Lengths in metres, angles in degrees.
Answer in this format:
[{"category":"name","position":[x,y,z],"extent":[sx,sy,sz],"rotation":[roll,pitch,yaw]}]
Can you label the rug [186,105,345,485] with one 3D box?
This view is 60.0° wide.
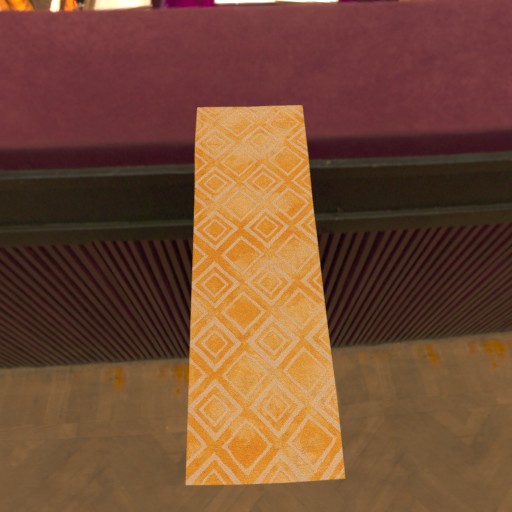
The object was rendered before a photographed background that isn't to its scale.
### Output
[{"category":"rug","position":[0.000,0.000,2.665],"extent":[0.775,0.010,2.438],"rotation":[-2,63,-1]}]
